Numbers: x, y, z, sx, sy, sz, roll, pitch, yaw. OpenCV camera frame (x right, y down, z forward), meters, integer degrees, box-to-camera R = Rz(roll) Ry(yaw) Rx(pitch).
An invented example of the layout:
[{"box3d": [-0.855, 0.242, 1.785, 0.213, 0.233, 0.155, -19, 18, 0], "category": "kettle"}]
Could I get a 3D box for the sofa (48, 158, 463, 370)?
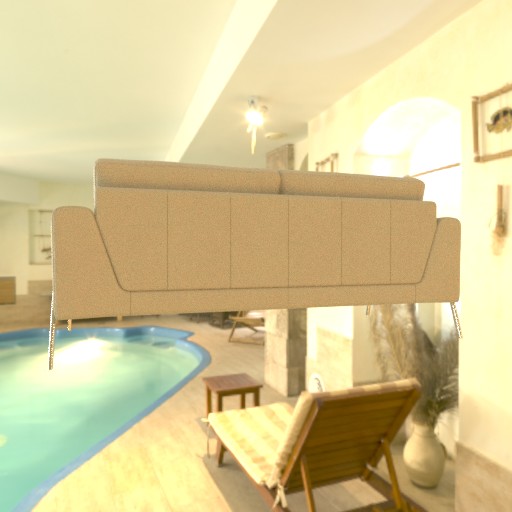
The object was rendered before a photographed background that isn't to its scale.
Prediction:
[{"box3d": [0.000, 0.000, 2.480, 2.017, 0.875, 0.953, 0, 1, -18], "category": "sofa"}]
